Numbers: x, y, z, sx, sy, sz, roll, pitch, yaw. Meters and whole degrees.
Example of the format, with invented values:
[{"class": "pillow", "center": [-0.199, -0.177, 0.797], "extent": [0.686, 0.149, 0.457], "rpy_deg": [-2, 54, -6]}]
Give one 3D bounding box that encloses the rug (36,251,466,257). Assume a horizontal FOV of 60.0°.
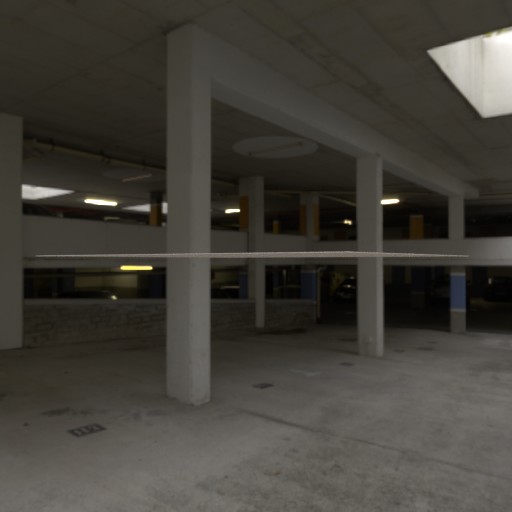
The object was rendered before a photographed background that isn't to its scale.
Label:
[{"class": "rug", "center": [0.000, 0.000, 3.813], "extent": [2.880, 0.005, 2.391], "rpy_deg": [0, -1, 38]}]
